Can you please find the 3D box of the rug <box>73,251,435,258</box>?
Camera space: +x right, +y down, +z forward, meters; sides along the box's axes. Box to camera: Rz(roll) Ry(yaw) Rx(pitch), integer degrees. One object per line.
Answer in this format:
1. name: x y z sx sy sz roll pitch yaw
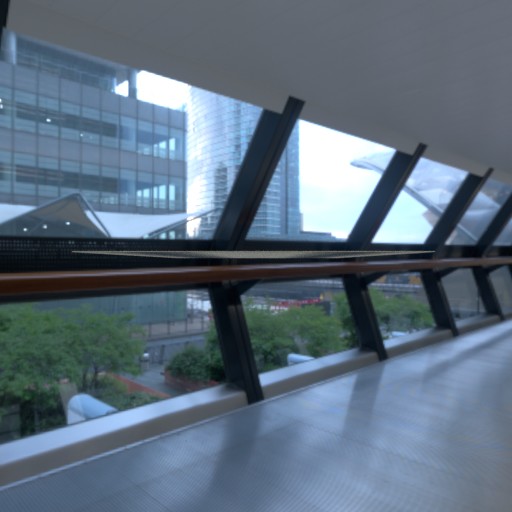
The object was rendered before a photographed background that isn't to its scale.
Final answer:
1. rug: 0.000 0.000 3.069 1.519 0.003 2.453 0 -1 1
